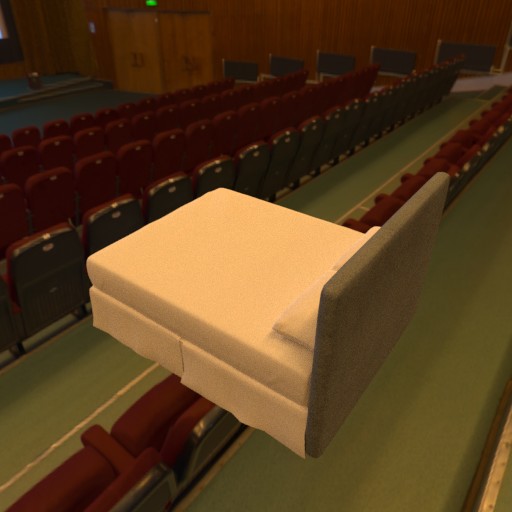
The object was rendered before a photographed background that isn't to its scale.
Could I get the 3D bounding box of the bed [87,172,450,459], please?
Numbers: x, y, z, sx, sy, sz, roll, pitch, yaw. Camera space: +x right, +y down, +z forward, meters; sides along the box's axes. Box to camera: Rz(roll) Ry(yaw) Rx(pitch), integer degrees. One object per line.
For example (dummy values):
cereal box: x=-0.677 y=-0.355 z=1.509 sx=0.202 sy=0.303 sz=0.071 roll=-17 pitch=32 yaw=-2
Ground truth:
bed: x=0.000 y=0.000 z=3.342 sx=2.142 sy=1.330 sz=1.713 roll=22 pitch=39 yaw=30
